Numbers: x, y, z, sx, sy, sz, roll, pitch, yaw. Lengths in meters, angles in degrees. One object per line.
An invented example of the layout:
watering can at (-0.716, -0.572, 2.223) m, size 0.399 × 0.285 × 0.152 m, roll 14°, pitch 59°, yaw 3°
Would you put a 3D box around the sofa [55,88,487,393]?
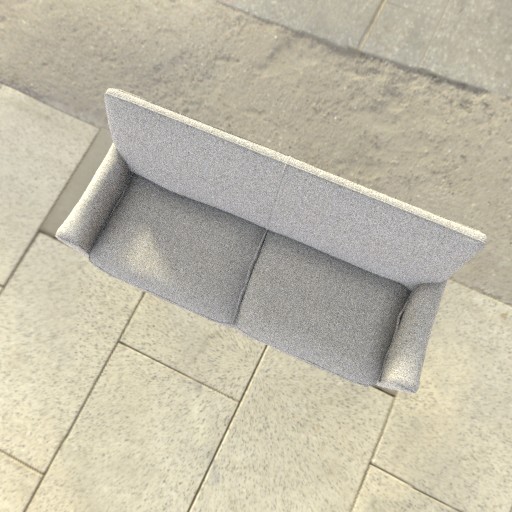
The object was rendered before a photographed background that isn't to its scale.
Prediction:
sofa at (0.000, 0.000, 2.490) m, size 2.026 × 0.942 × 0.854 m, roll 23°, pitch 77°, yaw 6°
